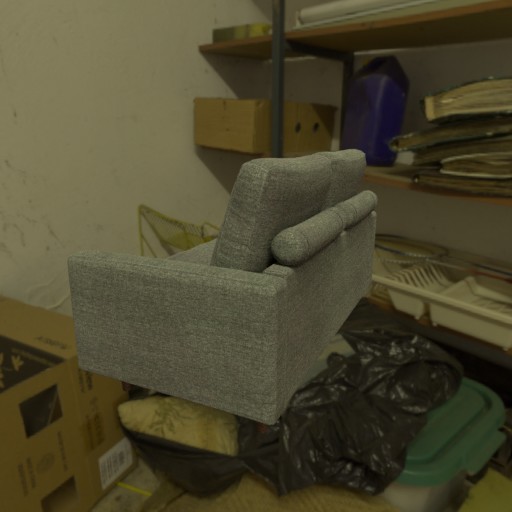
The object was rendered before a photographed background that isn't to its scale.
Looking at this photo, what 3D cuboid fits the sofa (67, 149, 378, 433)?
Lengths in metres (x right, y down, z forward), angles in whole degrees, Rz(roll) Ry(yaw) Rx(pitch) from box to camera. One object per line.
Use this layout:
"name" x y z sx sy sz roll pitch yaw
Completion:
"sofa" 0.000 0.000 1.981 0.842 0.907 1.407 7 17 25
